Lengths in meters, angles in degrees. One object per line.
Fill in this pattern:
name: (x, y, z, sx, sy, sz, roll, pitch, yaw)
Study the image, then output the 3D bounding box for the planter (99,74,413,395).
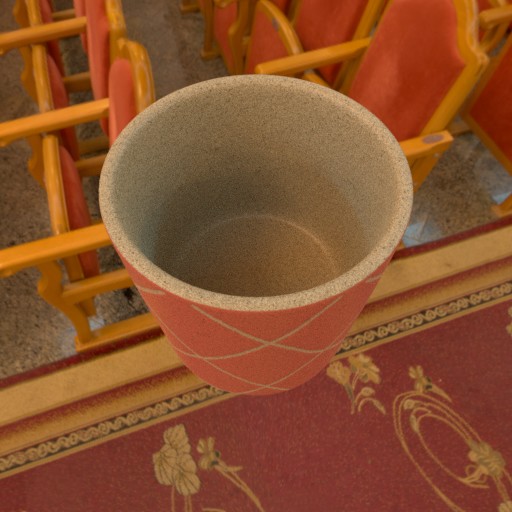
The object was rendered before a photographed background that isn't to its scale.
planter: (0.000, 0.000, 0.423, 0.227, 0.235, 0.227, 0, 57, 0)
